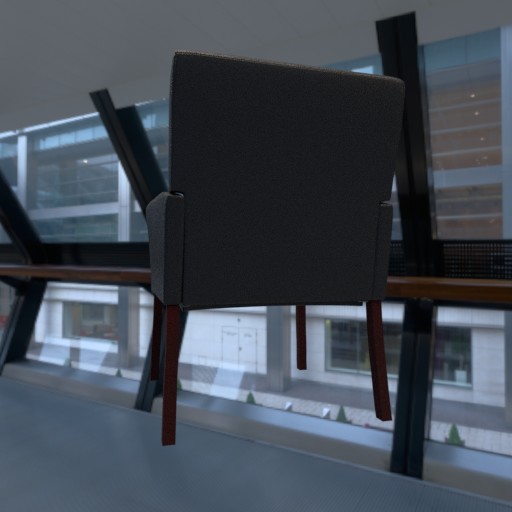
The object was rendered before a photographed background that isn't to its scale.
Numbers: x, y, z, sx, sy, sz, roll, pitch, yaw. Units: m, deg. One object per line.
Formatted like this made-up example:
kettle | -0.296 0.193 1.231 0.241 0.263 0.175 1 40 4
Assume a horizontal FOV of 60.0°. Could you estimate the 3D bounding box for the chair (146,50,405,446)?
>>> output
chair | 0.000 0.000 1.465 0.683 0.951 0.772 0 -1 -16
